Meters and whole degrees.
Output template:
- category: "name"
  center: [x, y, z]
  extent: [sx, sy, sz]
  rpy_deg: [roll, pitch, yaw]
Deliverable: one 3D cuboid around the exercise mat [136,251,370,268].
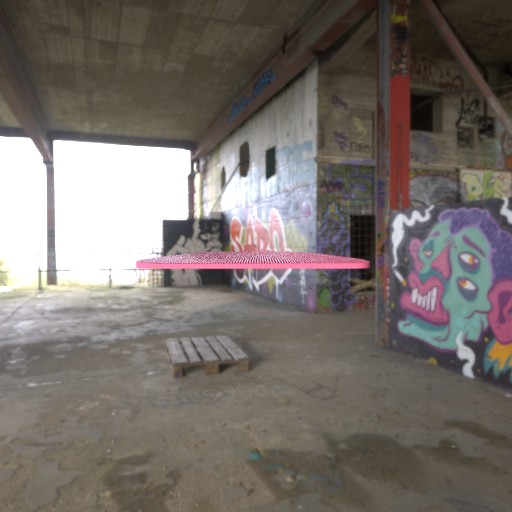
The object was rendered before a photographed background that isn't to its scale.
- category: "exercise mat"
  center: [0.000, 0.000, 2.047]
  extent: [0.616, 0.021, 1.884]
  rpy_deg: [0, 1, 1]
